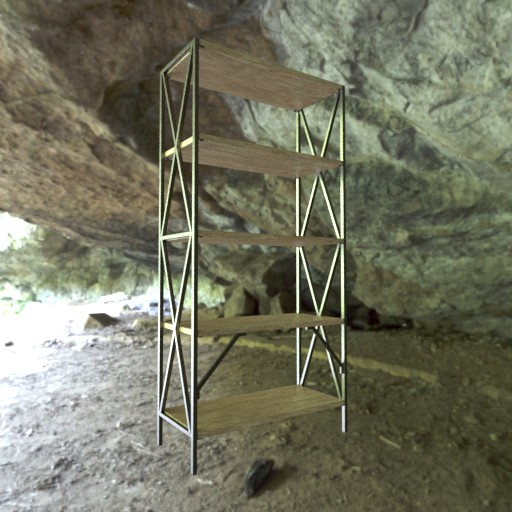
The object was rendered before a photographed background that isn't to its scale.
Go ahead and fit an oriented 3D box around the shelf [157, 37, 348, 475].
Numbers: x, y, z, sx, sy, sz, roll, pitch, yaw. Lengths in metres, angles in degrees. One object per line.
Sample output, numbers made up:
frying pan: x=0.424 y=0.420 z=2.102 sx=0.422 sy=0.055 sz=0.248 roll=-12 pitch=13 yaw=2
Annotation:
shelf: x=0.000 y=0.000 z=2.225 sx=0.874 sy=1.803 sz=0.386 roll=1 pitch=-2 yaw=-34
